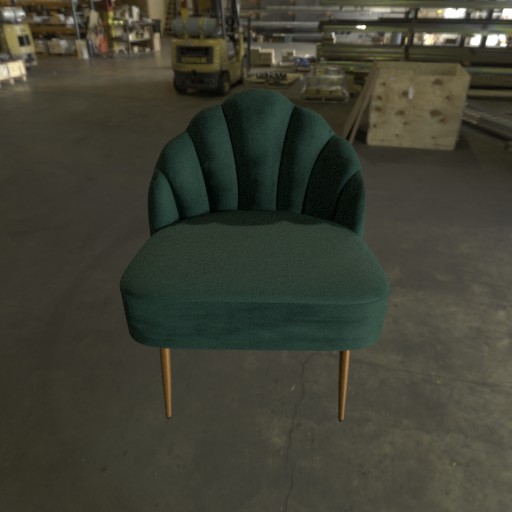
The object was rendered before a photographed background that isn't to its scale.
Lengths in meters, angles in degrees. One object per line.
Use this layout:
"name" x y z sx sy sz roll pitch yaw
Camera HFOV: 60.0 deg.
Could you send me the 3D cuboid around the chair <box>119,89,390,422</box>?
"chair" 0.000 0.000 1.280 0.657 0.819 0.599 1 30 1
